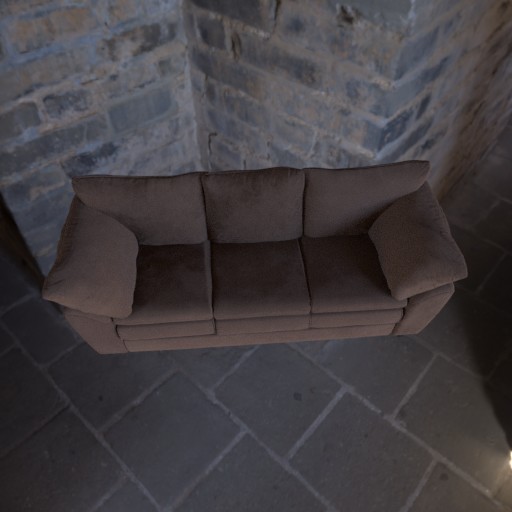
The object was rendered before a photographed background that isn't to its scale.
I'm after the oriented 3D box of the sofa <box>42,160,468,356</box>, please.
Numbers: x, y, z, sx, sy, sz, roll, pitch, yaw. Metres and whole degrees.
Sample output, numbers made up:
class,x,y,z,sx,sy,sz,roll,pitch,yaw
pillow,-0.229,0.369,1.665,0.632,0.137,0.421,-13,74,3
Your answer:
class,x,y,z,sx,sy,sz,roll,pitch,yaw
sofa,0.000,0.000,2.838,2.336,1.015,0.878,-3,48,-3
